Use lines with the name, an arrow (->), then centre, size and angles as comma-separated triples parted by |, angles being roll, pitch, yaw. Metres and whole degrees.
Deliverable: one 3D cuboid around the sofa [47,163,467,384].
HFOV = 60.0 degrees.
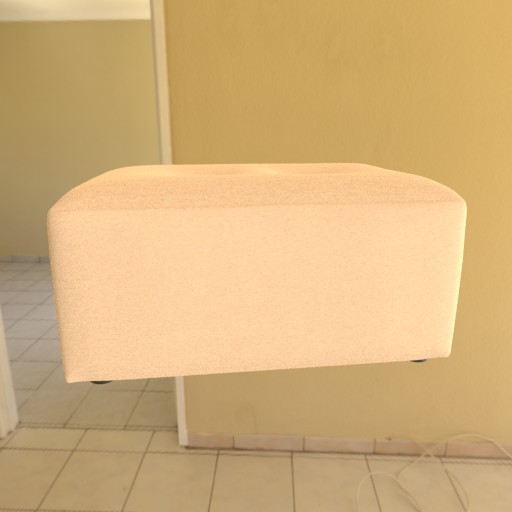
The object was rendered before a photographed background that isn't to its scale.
sofa -> 0.000, 0.000, 1.208 | 0.930, 0.470, 0.480 | -2, 16, -7
